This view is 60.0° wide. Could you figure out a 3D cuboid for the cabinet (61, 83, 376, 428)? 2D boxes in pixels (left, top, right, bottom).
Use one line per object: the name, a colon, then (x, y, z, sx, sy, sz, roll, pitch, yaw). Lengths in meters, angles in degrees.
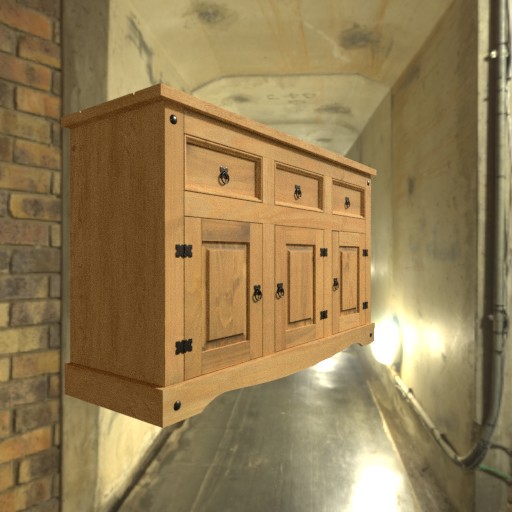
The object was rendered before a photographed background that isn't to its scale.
cabinet: (0.000, 0.000, 1.693, 0.432, 0.810, 1.321, 0, 0, 37)
